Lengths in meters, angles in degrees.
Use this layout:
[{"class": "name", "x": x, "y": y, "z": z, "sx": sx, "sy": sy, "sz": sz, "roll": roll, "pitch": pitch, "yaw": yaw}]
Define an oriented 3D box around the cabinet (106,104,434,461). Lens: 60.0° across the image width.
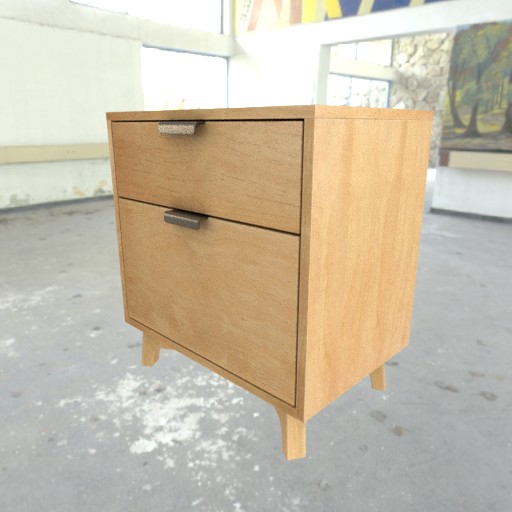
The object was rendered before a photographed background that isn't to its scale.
[{"class": "cabinet", "x": 0.000, "y": 0.000, "z": 0.966, "sx": 0.551, "sy": 0.599, "sz": 0.394, "roll": 15, "pitch": 22, "yaw": 42}]
